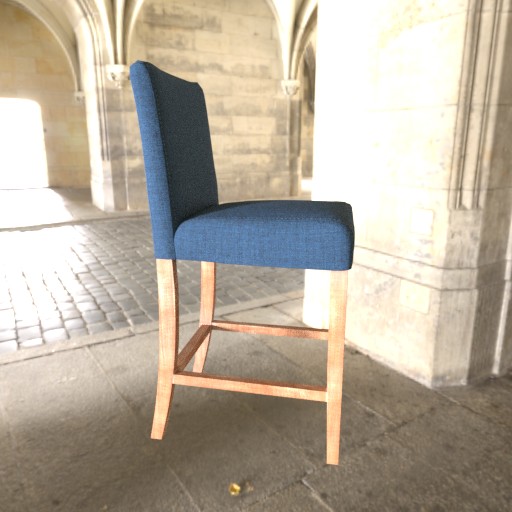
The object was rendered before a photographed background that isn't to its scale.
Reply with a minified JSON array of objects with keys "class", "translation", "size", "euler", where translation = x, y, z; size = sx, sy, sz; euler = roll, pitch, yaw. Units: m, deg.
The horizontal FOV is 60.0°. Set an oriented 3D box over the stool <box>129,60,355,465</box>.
[{"class":"stool","translation":[0.000,0.000,1.329],"size":[0.567,1.039,0.454],"euler":[3,14,10]}]
